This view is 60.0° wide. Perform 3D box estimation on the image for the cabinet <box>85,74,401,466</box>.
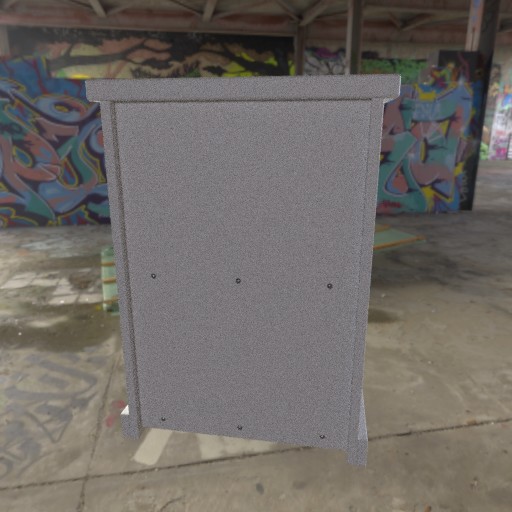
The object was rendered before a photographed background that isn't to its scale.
[{"bbox_3d":[0.000,0.000,1.017,0.520,0.723,0.431,3,16,9],"label":"cabinet"}]
